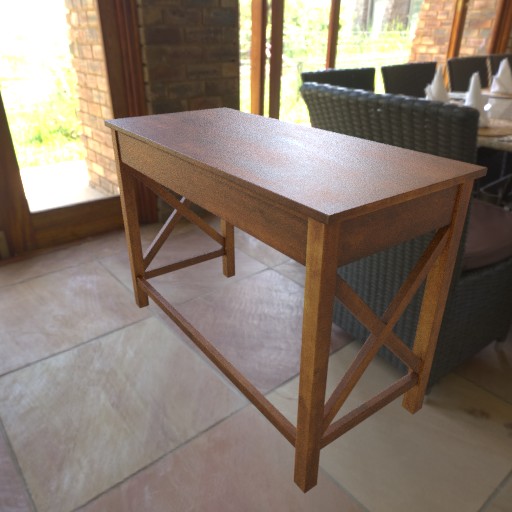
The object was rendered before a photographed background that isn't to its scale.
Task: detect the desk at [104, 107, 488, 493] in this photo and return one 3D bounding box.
[{"bbox_3d":[0.000,0.000,1.458,0.508,0.762,1.117,-18,32,-32],"label":"desk"}]
